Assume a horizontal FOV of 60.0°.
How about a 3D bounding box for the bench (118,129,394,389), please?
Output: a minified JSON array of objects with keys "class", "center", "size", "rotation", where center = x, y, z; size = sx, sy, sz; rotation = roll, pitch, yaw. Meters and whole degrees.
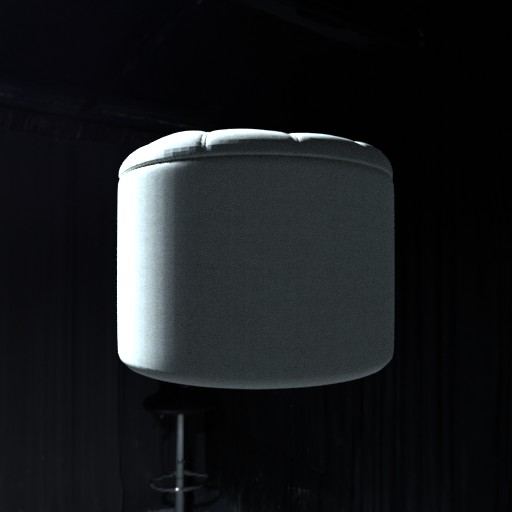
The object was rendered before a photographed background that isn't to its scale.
[{"class":"bench","center":[0.000,0.000,1.007],"size":[0.600,0.453,0.600],"rotation":[0,-1,0]}]
